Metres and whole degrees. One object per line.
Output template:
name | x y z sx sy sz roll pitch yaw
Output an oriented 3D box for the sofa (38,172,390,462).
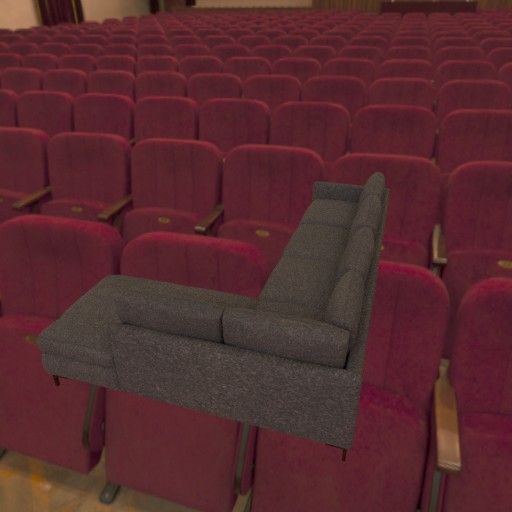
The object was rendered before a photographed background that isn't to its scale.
sofa | 0.000 0.000 3.738 2.007 0.815 2.949 9 30 15
